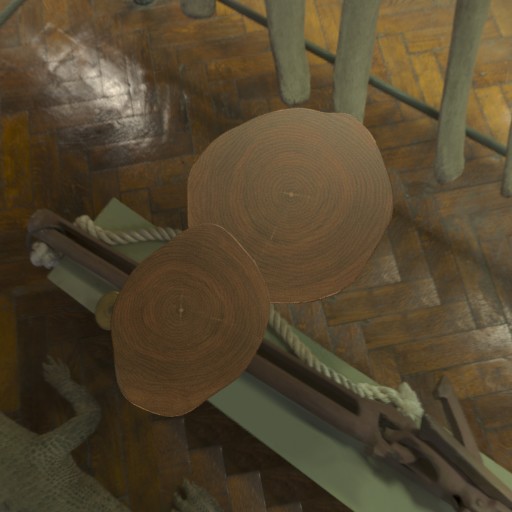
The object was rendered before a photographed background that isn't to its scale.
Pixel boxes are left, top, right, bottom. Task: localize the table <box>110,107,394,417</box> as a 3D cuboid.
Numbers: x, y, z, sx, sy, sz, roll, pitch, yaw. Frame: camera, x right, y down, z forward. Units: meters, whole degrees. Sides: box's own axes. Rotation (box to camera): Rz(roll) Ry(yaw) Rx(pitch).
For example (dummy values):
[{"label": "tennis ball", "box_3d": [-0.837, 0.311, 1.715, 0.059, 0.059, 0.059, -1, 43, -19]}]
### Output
[{"label": "table", "box_3d": [0.000, 0.000, 1.062, 0.442, 0.538, 0.759, 34, 77, 9]}]
